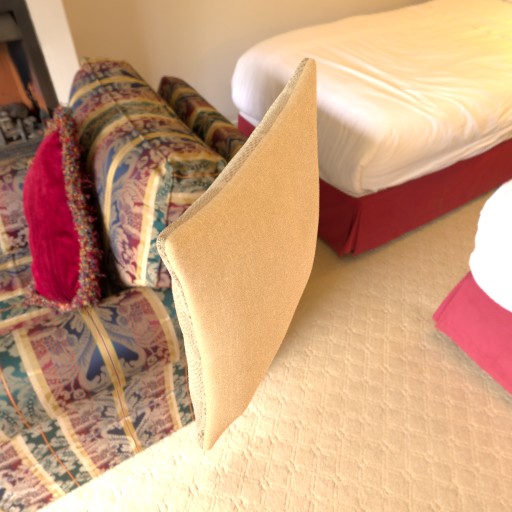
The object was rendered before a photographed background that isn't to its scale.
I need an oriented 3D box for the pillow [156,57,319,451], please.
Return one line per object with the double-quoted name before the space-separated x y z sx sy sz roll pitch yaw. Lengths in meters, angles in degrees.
"pillow" 0.000 0.000 0.662 0.138 0.432 0.436 15 46 15
